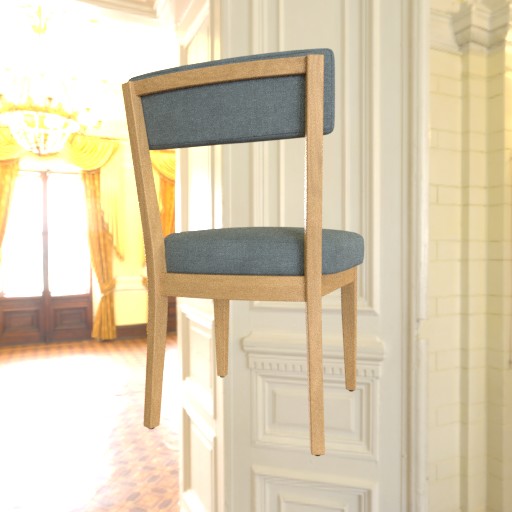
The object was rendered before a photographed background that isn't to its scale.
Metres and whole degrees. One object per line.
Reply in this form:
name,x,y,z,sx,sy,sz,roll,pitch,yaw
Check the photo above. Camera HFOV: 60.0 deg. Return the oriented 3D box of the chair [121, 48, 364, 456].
chair,0.000,0.000,1.168,0.508,0.832,0.572,0,1,20
